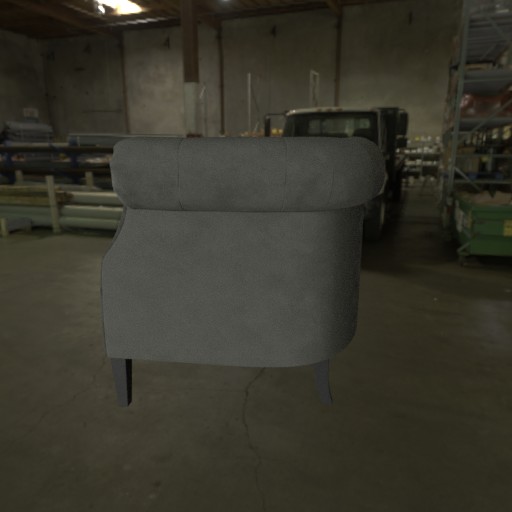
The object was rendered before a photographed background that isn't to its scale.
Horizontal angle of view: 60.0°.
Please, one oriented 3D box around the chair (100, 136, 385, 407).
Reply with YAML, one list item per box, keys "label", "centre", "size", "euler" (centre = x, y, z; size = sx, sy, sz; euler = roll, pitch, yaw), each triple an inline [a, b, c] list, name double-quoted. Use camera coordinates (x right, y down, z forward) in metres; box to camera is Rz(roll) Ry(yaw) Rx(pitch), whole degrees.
- label: "chair"
  centre: [0.000, 0.000, 1.593]
  size: [0.851, 0.826, 0.904]
  euler: [2, 14, 8]
